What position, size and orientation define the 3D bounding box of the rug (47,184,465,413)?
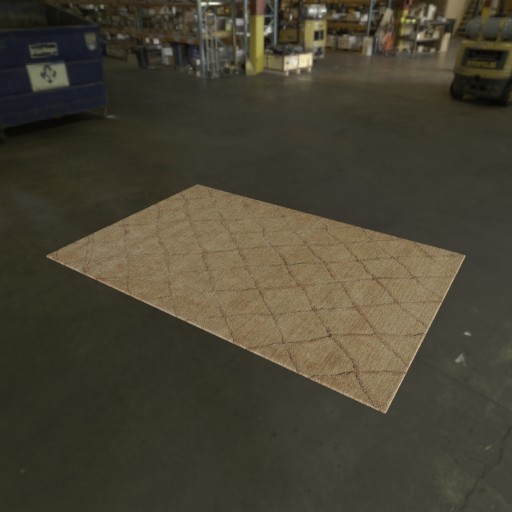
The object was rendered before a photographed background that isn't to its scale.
[{"bbox_3d":[0.000,0.000,2.914,2.292,0.014,1.528,19,35,28],"label":"rug"}]
